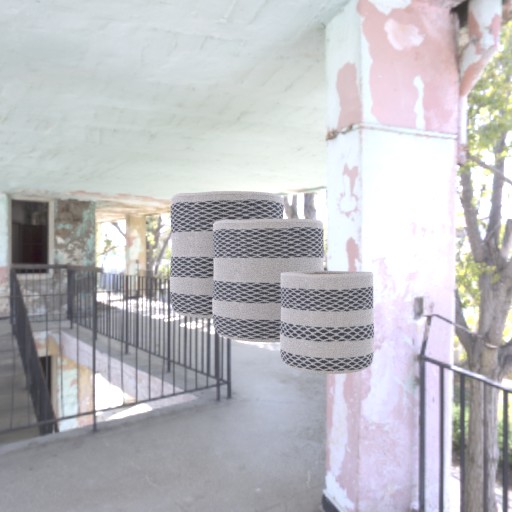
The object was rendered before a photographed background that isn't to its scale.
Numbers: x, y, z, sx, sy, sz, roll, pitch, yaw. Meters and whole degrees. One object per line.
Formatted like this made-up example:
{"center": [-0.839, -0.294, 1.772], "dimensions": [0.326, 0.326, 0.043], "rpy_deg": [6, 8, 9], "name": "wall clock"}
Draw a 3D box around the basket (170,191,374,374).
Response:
{"center": [0.000, 0.000, 1.098], "dimensions": [0.351, 0.356, 0.917], "rpy_deg": [0, 0, -18], "name": "basket"}
